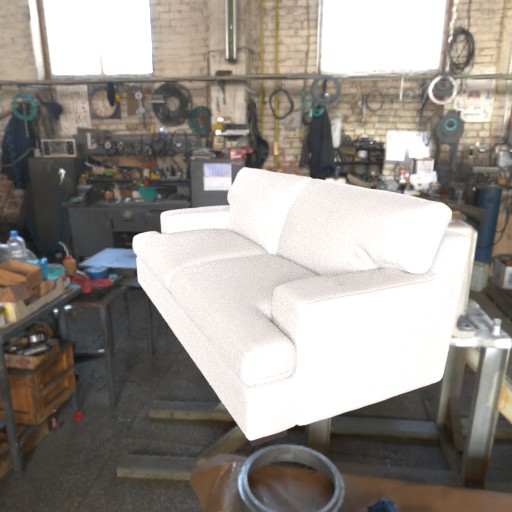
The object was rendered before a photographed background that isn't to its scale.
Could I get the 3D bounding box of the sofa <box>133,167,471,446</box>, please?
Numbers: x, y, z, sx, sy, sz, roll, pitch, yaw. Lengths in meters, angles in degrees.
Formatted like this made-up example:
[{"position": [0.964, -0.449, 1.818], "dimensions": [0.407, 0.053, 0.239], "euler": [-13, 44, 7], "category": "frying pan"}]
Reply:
[{"position": [0.000, 0.000, 2.783], "dimensions": [1.143, 0.940, 2.261], "euler": [-8, 18, -25], "category": "sofa"}]
